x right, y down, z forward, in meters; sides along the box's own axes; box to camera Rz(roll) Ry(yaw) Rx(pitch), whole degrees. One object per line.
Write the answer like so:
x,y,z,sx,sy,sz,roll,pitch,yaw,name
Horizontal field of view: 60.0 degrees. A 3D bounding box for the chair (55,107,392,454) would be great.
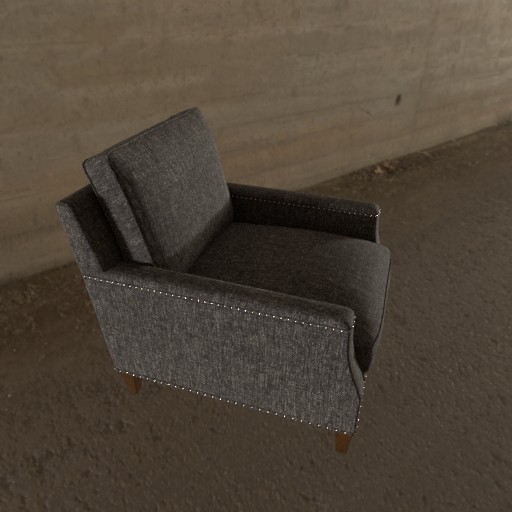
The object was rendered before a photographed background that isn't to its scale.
0.000,0.000,1.712,1.014,0.943,0.853,10,33,16,chair
